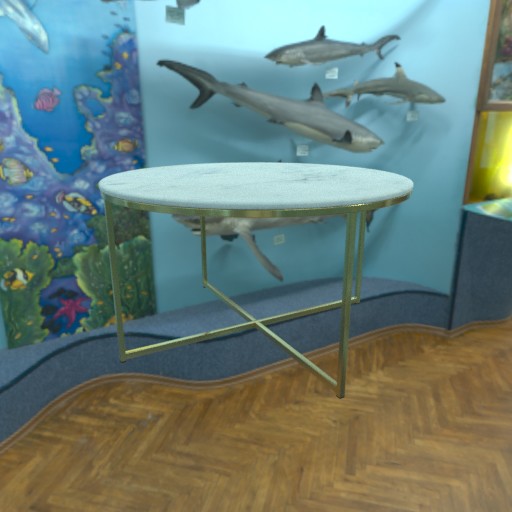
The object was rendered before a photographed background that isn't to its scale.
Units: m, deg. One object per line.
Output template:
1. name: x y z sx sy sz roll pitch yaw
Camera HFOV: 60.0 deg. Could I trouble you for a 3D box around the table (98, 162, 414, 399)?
1. table: 0.000 0.000 1.252 0.800 0.450 0.800 0 17 0
